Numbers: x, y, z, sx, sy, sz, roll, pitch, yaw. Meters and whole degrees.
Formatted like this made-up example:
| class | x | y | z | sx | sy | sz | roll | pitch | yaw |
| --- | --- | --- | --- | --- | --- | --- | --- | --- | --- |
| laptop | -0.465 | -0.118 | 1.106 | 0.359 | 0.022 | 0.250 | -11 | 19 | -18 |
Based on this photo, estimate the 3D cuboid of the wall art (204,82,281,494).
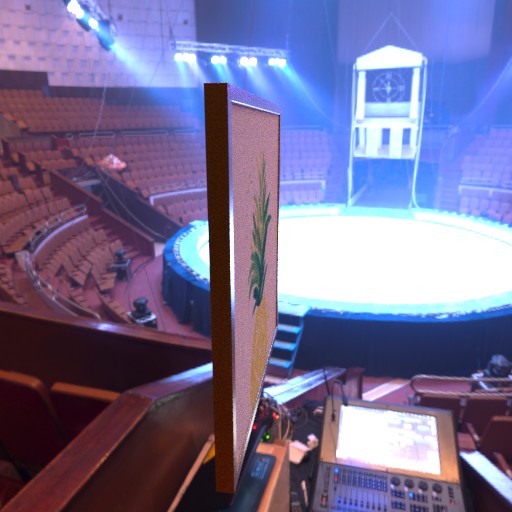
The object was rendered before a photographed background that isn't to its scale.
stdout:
| class | x | y | z | sx | sy | sz | roll | pitch | yaw |
| --- | --- | --- | --- | --- | --- | --- | --- | --- | --- |
| wall art | 0.000 | 0.000 | 1.135 | 0.037 | 0.760 | 0.762 | 3 | 16 | 9 |
